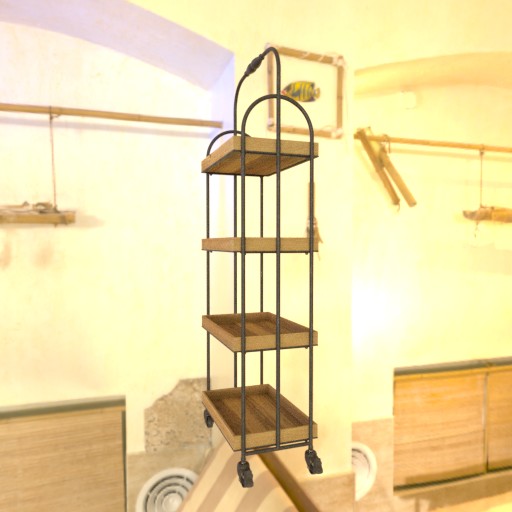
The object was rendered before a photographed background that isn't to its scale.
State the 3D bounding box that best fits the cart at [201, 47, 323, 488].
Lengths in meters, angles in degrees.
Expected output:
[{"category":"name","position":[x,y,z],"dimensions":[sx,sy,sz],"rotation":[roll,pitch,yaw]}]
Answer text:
[{"category":"cart","position":[0.000,0.000,1.685],"dimensions":[0.308,1.481,0.581],"rotation":[-1,2,-19]}]
